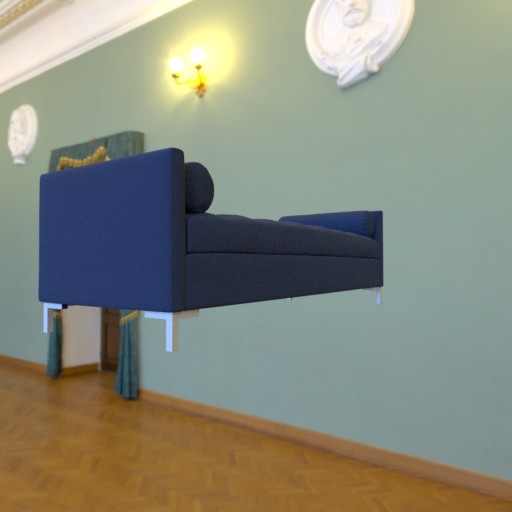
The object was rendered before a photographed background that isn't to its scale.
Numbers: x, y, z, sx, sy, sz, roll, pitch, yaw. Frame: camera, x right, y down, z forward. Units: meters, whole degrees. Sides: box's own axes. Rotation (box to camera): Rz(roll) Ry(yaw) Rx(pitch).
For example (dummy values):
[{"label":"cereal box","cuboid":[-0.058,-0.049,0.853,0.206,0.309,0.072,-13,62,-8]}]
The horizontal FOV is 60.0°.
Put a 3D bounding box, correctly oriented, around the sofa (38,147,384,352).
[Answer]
[{"label":"sofa","cuboid":[0.000,0.000,2.470,0.797,0.657,2.102,-1,-1,34]}]
